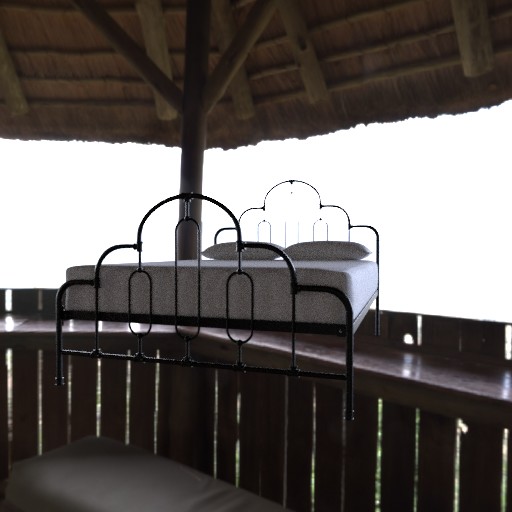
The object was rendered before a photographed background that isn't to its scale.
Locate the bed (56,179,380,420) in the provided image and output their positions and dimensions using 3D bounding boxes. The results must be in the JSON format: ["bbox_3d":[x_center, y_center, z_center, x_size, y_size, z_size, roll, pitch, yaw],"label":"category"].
[{"bbox_3d":[0.000,0.000,3.217,1.626,1.444,2.181,0,1,19],"label":"bed"}]
